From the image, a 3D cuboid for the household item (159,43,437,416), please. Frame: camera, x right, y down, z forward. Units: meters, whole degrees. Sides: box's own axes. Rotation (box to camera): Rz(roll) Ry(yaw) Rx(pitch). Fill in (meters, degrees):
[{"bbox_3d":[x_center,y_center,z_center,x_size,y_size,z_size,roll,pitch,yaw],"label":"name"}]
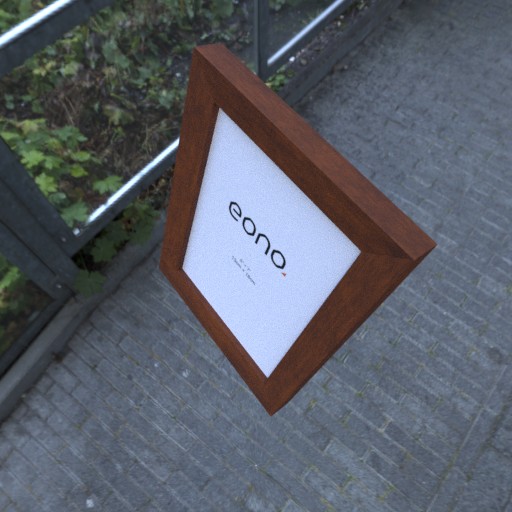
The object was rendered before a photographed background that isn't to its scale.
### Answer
[{"bbox_3d":[0.000,0.000,0.296,0.096,0.204,0.160,-35,70,-15],"label":"household item"}]
